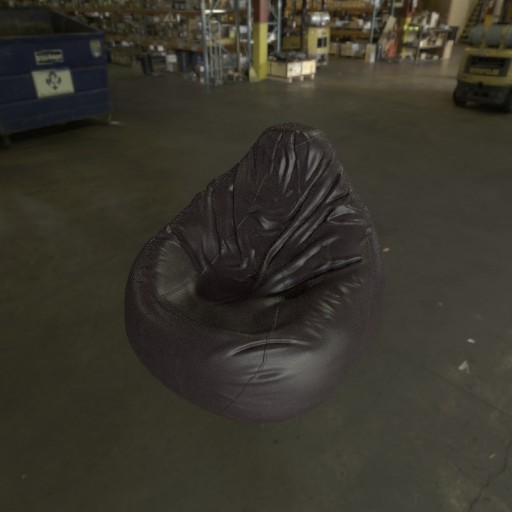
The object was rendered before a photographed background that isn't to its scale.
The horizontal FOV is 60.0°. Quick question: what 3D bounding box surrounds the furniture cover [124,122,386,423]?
[{"bbox_3d":[0.000,0.000,1.914,1.070,0.990,1.070,18,35,29],"label":"furniture cover"}]
